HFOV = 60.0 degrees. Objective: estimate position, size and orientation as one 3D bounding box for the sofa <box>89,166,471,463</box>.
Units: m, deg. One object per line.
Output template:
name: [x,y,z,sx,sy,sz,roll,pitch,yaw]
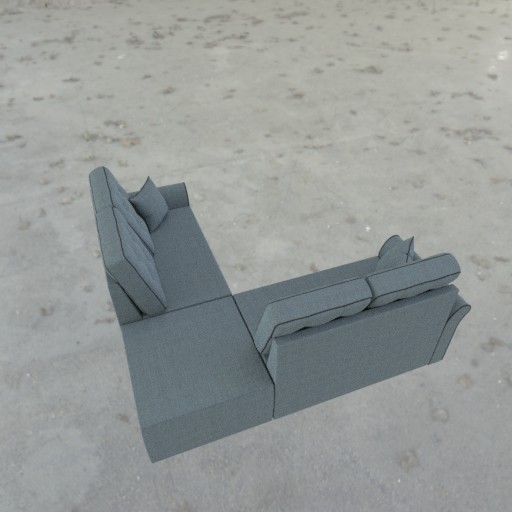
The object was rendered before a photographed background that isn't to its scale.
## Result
sofa: [0.000,0.000,3.256,2.068,0.988,2.070,-14,42,-16]
